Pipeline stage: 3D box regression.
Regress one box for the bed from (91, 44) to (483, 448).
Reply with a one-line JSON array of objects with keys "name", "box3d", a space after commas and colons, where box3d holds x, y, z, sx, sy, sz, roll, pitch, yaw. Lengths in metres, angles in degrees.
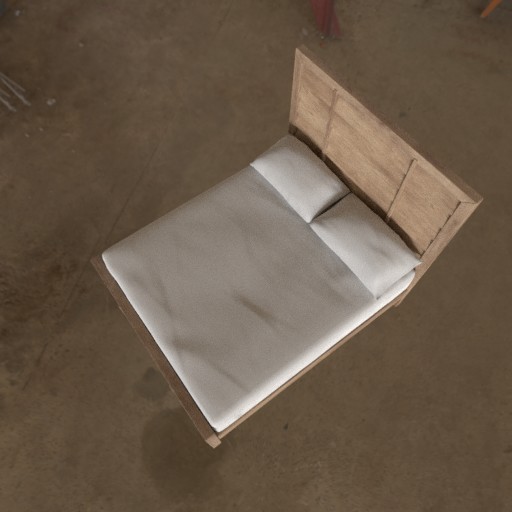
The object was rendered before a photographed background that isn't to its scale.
[{"name": "bed", "box3d": [0.000, 0.000, 3.250, 2.017, 1.631, 1.615, -33, 68, -16]}]
